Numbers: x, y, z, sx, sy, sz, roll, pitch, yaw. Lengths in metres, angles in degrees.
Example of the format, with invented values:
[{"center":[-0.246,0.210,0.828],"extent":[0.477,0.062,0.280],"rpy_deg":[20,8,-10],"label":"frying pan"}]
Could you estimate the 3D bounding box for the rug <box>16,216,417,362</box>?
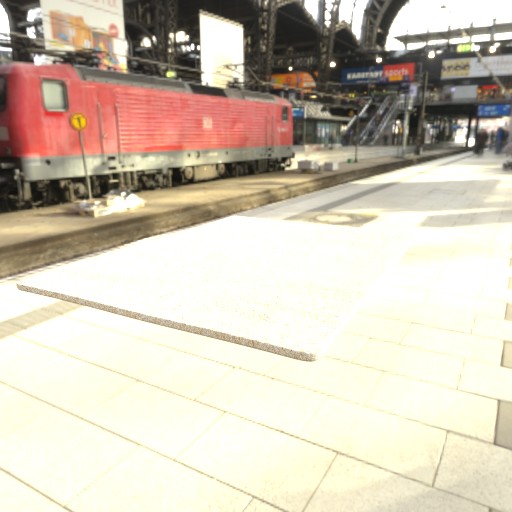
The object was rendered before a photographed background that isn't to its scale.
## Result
[{"center":[0.000,0.000,2.065],"extent":[1.200,0.027,1.600],"rpy_deg":[8,17,27],"label":"rug"}]
